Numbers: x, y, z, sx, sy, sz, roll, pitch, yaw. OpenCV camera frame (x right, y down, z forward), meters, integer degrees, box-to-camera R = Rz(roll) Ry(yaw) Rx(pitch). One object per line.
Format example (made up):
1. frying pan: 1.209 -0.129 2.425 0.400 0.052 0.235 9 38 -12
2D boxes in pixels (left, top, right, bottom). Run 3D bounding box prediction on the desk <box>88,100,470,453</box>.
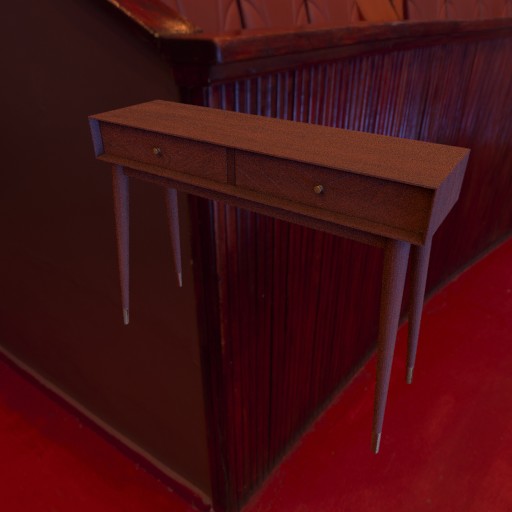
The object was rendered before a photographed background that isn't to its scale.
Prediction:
1. desk: 0.000 0.000 1.630 1.204 0.917 0.384 19 35 29
